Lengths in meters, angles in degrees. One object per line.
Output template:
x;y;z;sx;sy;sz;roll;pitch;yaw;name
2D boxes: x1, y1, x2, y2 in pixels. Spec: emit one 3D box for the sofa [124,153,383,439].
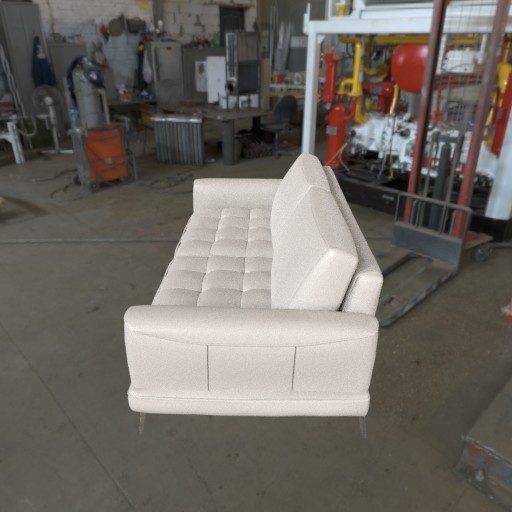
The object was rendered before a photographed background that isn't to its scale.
0.000;0.000;2.791;1.121;0.930;2.177;1;26;1;sofa
